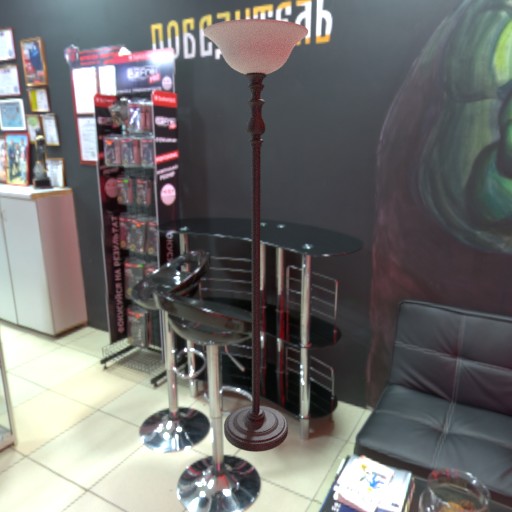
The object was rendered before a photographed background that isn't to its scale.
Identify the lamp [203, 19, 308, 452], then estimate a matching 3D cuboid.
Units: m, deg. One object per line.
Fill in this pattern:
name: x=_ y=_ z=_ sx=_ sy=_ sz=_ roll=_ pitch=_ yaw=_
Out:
lamp: x=0.000 y=0.000 z=1.953 sx=0.405 sy=1.797 sz=0.405 roll=-8 pitch=17 yaw=-26
